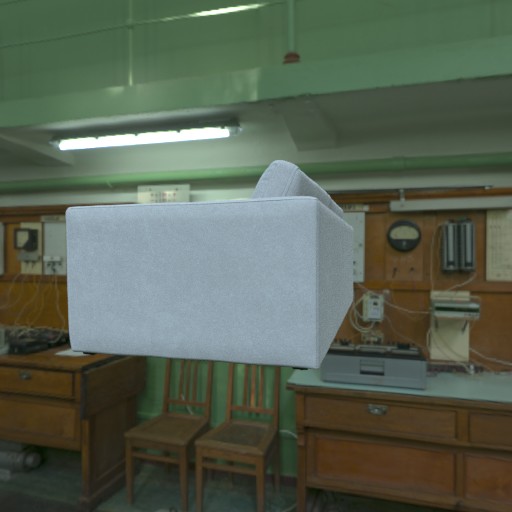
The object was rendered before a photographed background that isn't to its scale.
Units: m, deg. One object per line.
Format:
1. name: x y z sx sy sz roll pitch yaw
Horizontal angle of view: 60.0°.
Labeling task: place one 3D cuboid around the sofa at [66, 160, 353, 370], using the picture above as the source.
1. sofa: 0.000 0.000 2.815 1.090 0.838 2.588 0 1 16
